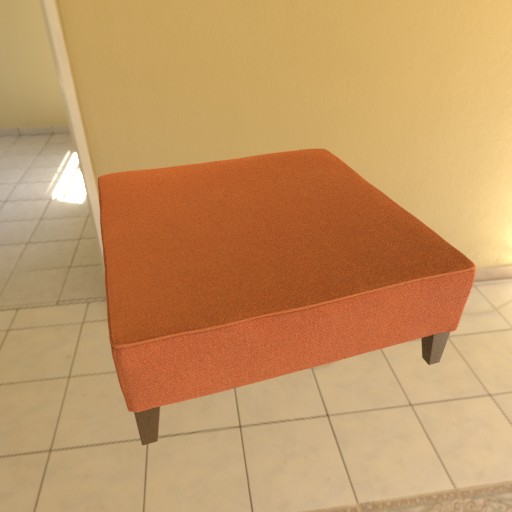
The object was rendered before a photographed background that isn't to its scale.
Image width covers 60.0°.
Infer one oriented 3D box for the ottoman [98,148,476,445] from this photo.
[{"bbox_3d":[0.000,0.000,1.563,0.997,0.438,0.999,-10,35,-15],"label":"ottoman"}]
